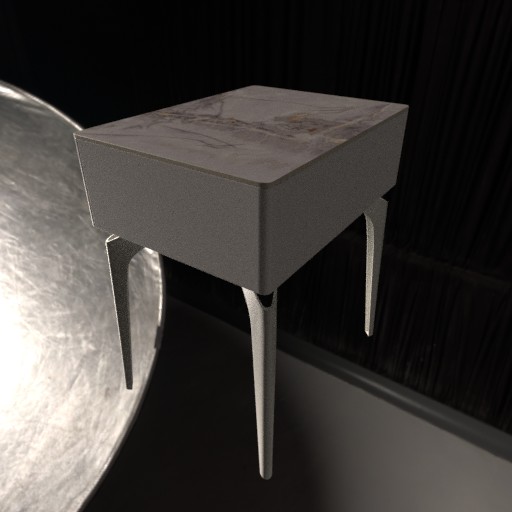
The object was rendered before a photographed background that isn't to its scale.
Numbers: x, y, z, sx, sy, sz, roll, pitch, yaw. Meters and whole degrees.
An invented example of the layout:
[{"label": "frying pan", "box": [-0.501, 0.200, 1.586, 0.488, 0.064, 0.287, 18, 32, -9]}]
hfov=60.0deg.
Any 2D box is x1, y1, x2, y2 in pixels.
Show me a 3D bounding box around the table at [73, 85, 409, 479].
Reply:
[{"label": "table", "box": [0.000, 0.000, 0.928, 0.400, 0.570, 0.500, 20, 36, 29]}]
